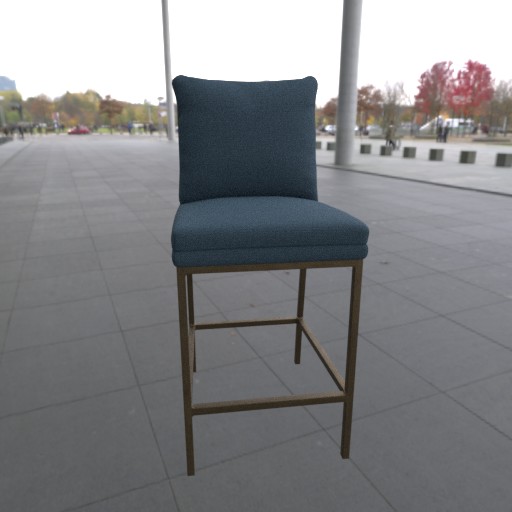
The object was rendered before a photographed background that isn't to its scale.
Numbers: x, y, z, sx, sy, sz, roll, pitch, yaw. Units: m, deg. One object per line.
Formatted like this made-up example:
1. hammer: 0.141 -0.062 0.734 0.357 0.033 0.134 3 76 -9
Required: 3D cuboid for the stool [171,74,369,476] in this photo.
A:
1. stool: 0.000 0.000 1.307 0.463 1.032 0.568 -2 17 -8
